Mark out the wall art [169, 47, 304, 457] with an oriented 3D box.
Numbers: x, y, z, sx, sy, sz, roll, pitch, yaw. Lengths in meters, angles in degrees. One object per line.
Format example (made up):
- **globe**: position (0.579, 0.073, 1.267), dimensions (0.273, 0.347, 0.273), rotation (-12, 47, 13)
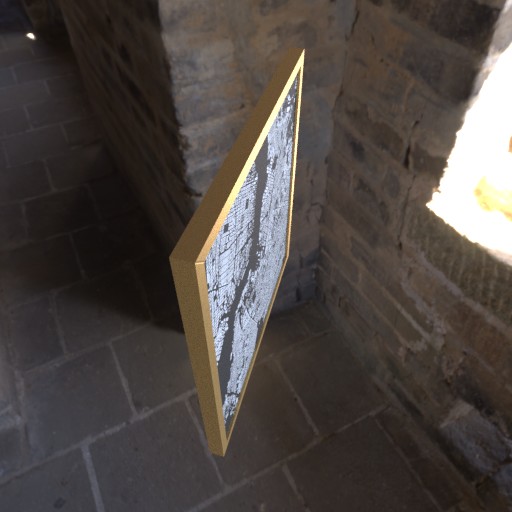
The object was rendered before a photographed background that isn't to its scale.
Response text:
- **wall art**: position (0.000, 0.000, 2.910), dimensions (0.099, 1.926, 1.926), rotation (12, 48, 11)
